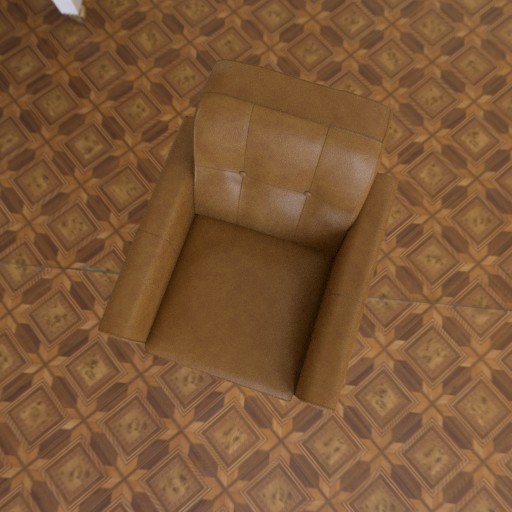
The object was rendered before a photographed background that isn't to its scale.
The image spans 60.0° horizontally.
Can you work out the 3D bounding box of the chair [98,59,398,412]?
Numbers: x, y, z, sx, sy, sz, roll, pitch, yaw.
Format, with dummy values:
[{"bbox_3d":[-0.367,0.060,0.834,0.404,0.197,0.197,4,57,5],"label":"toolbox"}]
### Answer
[{"bbox_3d":[0.000,0.000,1.684,0.845,0.968,0.942,18,77,4],"label":"chair"}]
